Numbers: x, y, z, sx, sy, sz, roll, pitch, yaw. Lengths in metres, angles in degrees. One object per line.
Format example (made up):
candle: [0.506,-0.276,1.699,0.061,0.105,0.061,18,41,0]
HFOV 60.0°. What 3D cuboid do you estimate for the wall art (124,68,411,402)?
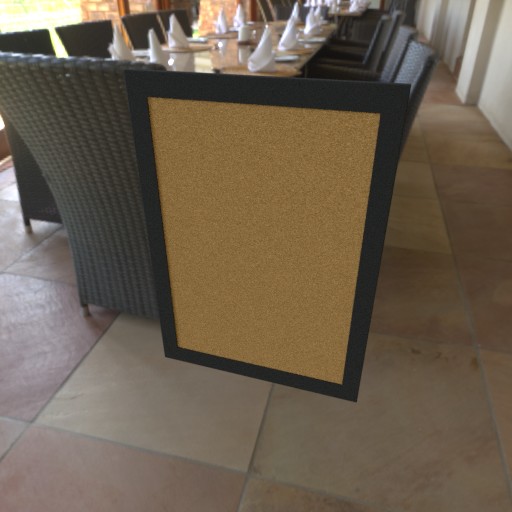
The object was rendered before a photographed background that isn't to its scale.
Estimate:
wall art: [0.000,0.000,0.694,0.374,0.529,0.012,9,32,15]
